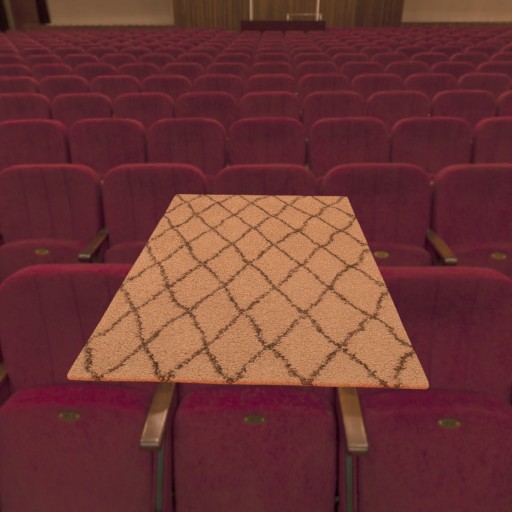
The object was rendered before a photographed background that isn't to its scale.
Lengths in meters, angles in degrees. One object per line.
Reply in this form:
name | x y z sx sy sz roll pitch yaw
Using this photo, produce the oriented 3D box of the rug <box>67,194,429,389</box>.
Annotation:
rug | 0.000 0.000 3.380 1.778 0.030 2.743 1 27 2
